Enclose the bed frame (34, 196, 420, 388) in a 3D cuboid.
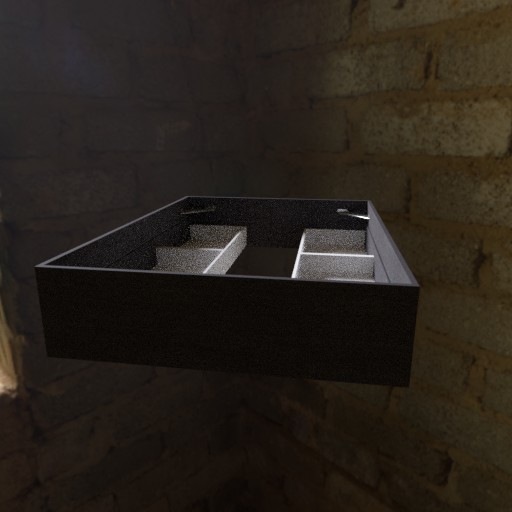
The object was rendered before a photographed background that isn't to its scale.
[{"bbox_3d":[0.000,0.000,2.604,1.448,0.459,1.944,3,16,9],"label":"bed frame"}]
